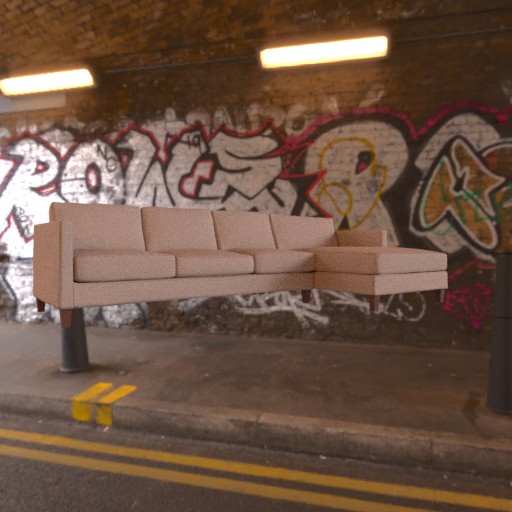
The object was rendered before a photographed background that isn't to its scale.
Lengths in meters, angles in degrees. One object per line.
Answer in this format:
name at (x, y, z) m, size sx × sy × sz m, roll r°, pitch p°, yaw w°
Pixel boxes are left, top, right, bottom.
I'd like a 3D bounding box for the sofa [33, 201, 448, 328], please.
sofa at (0.000, 0.000, 3.761) m, size 3.186 × 0.861 × 1.625 m, roll -1°, pitch 2°, yaw -36°
